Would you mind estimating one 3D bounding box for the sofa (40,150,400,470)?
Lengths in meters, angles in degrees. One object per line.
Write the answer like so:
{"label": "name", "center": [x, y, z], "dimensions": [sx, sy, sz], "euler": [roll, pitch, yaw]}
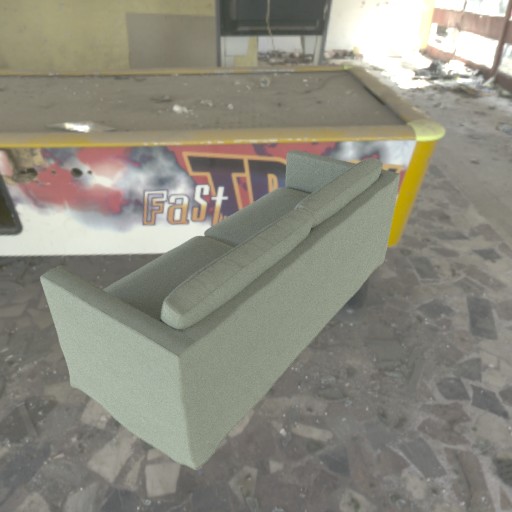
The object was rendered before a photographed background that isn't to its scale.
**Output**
{"label": "sofa", "center": [0.000, 0.000, 2.803], "dimensions": [0.962, 0.853, 2.312], "euler": [21, 38, 30]}
